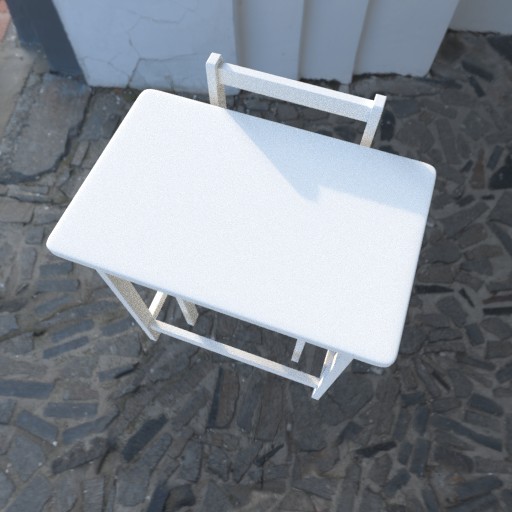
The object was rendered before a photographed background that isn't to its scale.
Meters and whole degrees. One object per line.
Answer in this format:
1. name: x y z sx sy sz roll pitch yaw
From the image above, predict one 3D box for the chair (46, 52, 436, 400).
1. chair: 0.000 0.000 1.036 0.599 0.673 0.461 18 65 8
